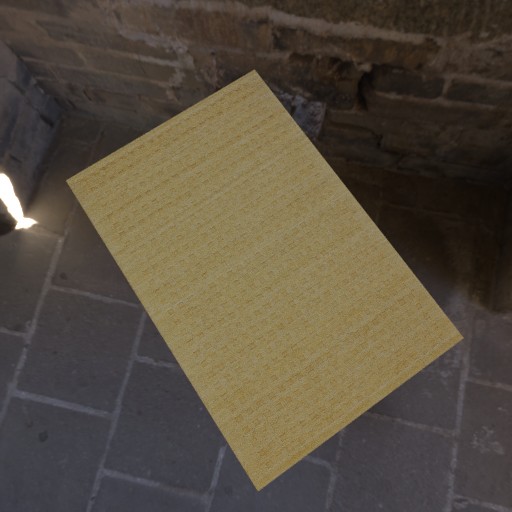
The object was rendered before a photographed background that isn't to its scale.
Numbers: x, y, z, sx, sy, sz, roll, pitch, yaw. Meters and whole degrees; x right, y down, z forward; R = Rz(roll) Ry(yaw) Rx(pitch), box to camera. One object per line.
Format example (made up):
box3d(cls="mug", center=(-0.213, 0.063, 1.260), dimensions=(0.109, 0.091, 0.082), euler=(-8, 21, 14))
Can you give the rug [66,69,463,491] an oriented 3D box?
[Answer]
box3d(cls="rug", center=(0.000, 0.000, 2.841), dimensions=(1.524, 0.006, 2.286), euler=(-33, 78, -8))
